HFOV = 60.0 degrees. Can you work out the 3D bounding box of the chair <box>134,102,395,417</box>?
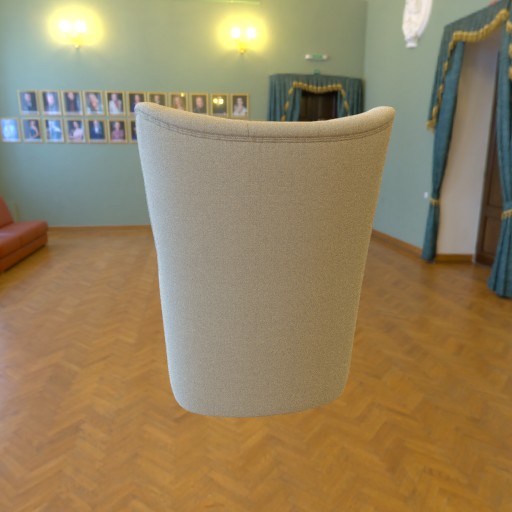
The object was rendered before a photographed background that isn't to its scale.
[{"bbox_3d":[0.000,0.000,1.737,0.831,1.079,0.929,-2,13,-9],"label":"chair"}]
